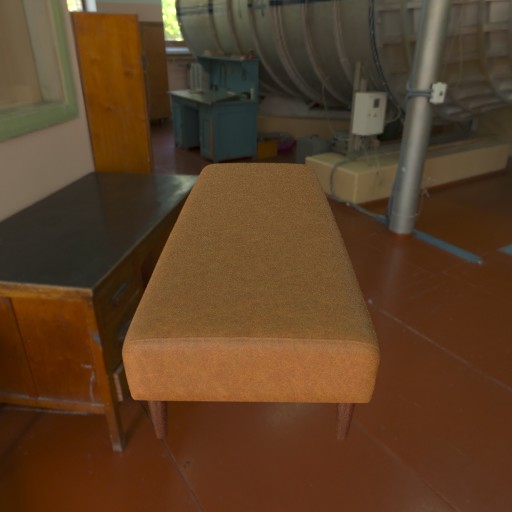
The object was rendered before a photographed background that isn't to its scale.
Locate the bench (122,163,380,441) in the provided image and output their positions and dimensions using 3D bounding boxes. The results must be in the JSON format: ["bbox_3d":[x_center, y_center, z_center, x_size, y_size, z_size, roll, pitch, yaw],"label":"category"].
[{"bbox_3d":[0.000,0.000,1.829,0.653,0.399,1.610,0,26,1],"label":"bench"}]
